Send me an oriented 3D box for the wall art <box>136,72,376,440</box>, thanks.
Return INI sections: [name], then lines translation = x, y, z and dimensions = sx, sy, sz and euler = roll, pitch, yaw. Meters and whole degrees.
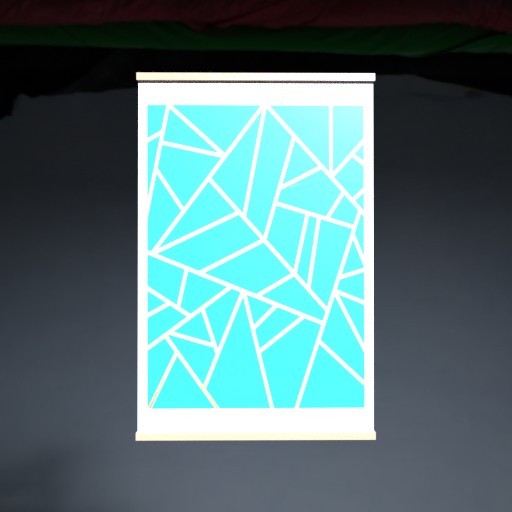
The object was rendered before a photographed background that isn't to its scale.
[wall art]
translation = 0.000, 0.000, 1.850
dimensions = 0.990, 1.519, 0.030
euler = 0, 0, 0
